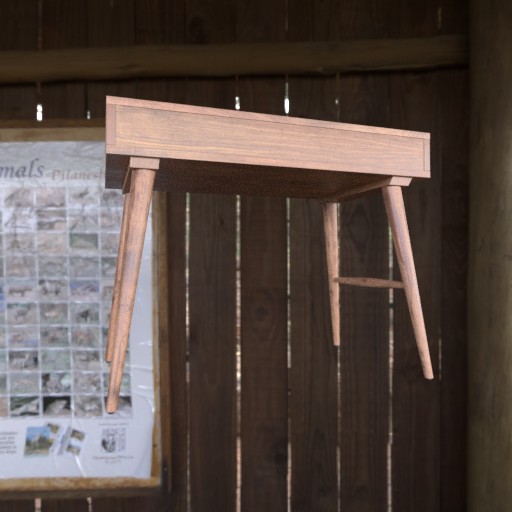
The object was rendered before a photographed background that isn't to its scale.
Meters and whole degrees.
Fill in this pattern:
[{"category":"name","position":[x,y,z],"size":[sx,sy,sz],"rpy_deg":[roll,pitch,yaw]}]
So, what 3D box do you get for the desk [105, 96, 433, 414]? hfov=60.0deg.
[{"category":"desk","position":[0.000,0.000,1.472],"size":[0.949,0.758,0.588],"rpy_deg":[0,-1,-19]}]
